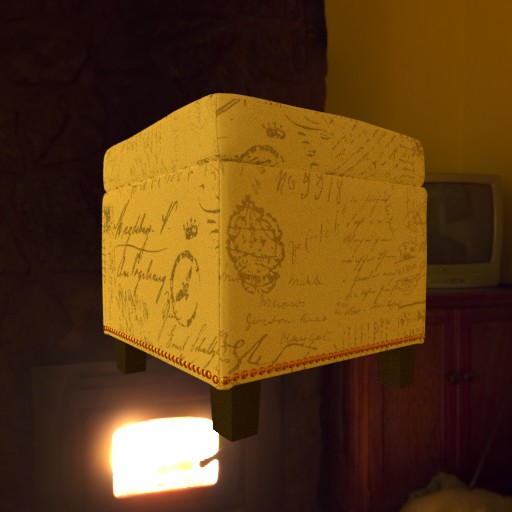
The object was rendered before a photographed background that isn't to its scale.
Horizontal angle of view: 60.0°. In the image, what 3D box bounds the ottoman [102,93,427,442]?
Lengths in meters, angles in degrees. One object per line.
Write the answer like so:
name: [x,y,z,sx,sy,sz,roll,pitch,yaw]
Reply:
ottoman: [0.000,0.000,0.839,0.449,0.457,0.450,-1,2,-37]
